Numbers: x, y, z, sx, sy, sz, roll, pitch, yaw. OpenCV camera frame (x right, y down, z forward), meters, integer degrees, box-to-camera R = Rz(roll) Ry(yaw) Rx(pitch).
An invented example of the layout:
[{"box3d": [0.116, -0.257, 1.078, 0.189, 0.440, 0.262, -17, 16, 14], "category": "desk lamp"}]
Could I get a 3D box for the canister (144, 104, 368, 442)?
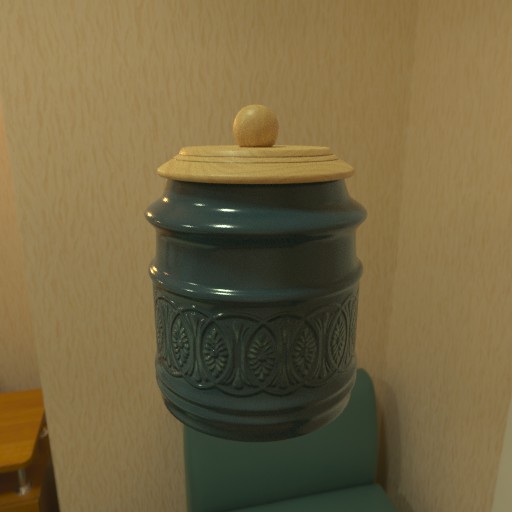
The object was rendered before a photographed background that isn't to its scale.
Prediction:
[{"box3d": [0.000, 0.000, 0.273, 0.130, 0.176, 0.130, 0, 15, 0], "category": "canister"}]
